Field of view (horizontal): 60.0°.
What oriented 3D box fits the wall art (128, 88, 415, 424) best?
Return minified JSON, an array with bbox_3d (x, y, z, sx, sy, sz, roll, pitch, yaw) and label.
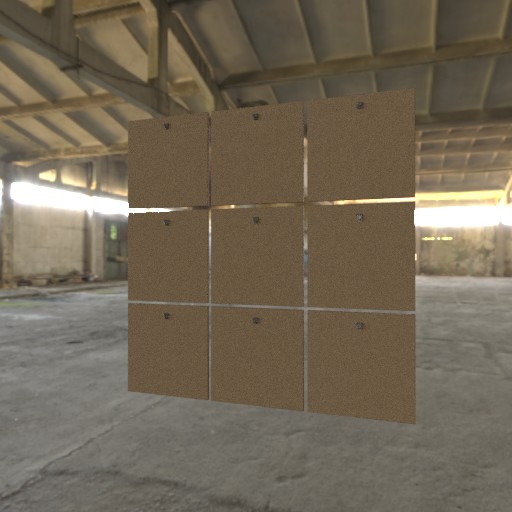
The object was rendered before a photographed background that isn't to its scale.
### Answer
[{"bbox_3d":[0.000,0.000,1.805,1.221,1.218,0.019,0,0,19],"label":"wall art"}]
